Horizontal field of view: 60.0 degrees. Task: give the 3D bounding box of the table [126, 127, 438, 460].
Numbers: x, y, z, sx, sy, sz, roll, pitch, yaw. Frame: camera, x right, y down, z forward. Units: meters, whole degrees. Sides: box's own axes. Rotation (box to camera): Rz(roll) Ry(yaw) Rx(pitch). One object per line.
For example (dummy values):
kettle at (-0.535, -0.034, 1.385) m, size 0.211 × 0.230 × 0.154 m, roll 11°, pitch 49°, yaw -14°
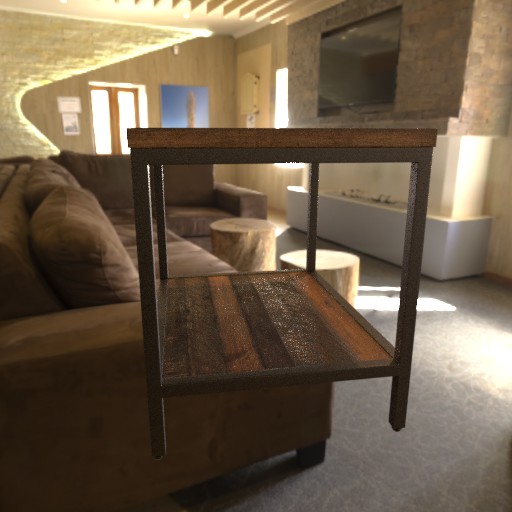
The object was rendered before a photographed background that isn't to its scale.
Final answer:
table at (0.000, 0.000, 1.126) m, size 0.524 × 0.612 × 0.678 m, roll -3°, pitch 15°, yaw -9°
